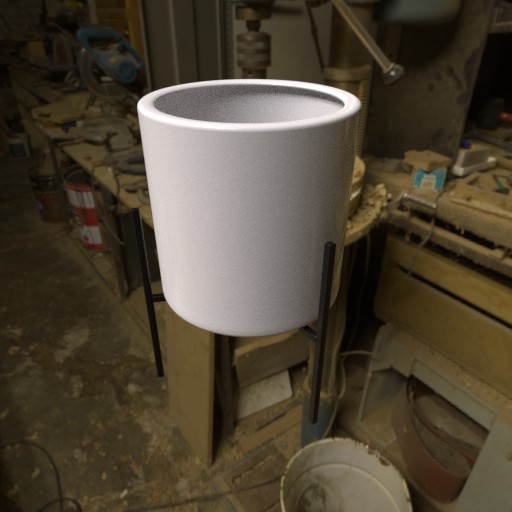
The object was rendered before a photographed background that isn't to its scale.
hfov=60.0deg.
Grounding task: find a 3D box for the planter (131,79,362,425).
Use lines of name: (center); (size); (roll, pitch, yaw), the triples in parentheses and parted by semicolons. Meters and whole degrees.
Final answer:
planter: (0.000, 0.000, 0.523); (0.239, 0.356, 0.239); (-20, 37, -30)
